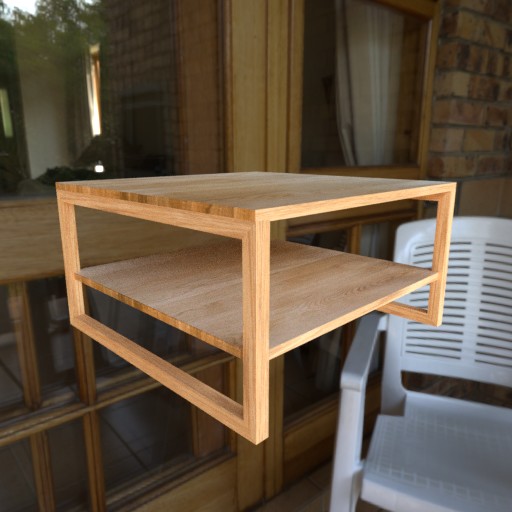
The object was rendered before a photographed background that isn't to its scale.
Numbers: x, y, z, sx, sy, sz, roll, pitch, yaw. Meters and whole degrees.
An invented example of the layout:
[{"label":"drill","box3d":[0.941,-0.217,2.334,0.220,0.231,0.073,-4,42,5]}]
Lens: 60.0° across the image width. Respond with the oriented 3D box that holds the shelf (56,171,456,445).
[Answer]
[{"label":"shelf","box3d":[0.000,0.000,1.461,0.899,0.480,0.899,-13,19,-43]}]
